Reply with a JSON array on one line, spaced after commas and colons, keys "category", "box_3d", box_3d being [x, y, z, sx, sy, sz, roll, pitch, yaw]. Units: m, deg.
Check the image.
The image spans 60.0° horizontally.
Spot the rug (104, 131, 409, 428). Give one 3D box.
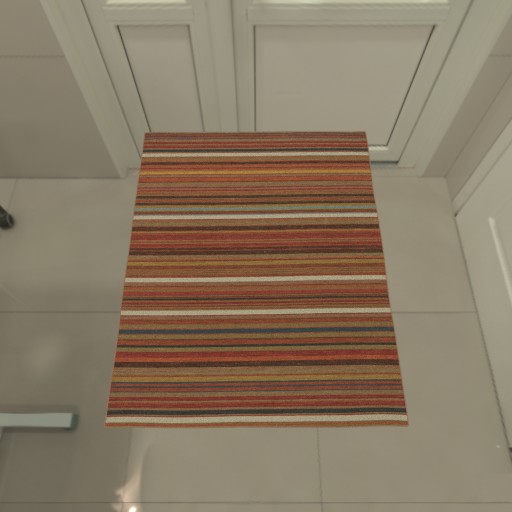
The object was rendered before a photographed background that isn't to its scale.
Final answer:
[{"category": "rug", "box_3d": [0.000, 0.000, 4.254, 2.479, 0.023, 3.092, 0, 64, 0]}]
